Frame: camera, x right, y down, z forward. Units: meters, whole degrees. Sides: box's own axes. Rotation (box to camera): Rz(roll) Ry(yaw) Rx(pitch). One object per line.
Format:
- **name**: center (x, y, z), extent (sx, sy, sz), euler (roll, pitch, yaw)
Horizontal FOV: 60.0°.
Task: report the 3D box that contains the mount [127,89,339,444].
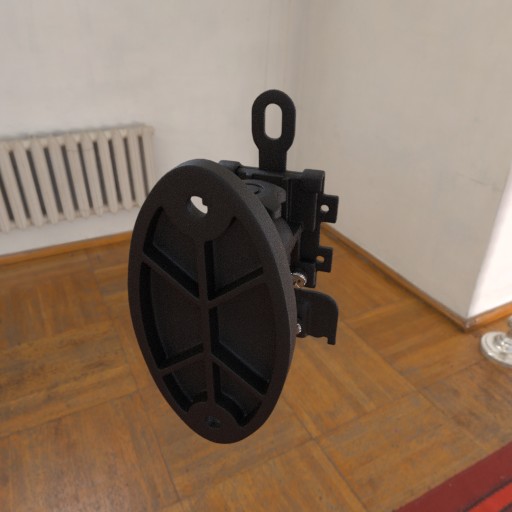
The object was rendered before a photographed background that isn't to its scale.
- **mount**: center (0.000, 0.000, 0.176), extent (0.066, 0.118, 0.100), euler (9, 32, 15)
